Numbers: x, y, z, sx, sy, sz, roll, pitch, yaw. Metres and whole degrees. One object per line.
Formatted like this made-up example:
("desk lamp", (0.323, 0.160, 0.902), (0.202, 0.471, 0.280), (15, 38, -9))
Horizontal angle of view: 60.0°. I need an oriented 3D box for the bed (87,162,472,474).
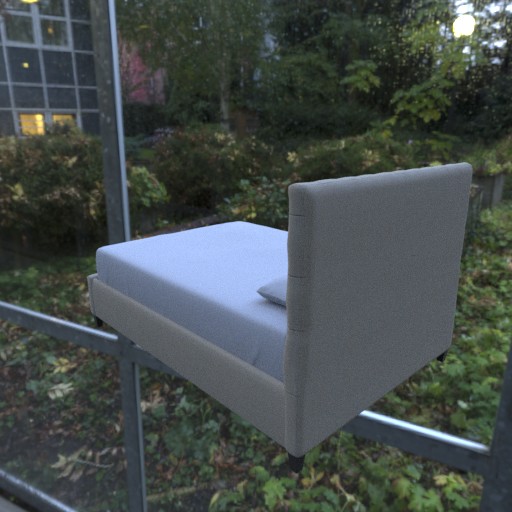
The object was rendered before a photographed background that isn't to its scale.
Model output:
("bed", (0.000, 0.000, 3.347), (1.698, 1.427, 2.387), (-15, 22, -41))
